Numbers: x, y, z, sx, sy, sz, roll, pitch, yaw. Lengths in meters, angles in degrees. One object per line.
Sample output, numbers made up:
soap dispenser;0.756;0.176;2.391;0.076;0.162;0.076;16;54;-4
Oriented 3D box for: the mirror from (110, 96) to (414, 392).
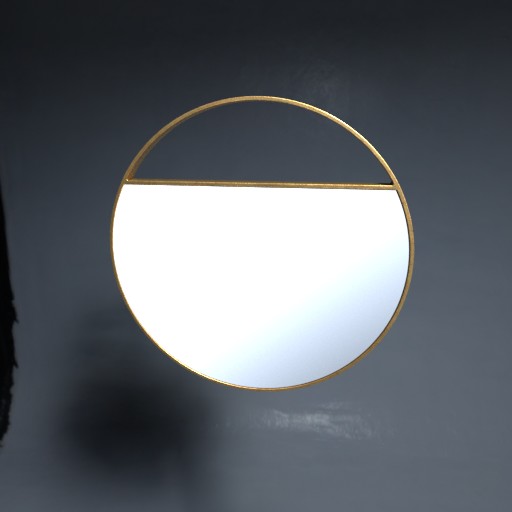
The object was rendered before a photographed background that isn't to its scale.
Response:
mirror;0.000;0.000;0.834;0.565;0.565;0.032;2;17;8
